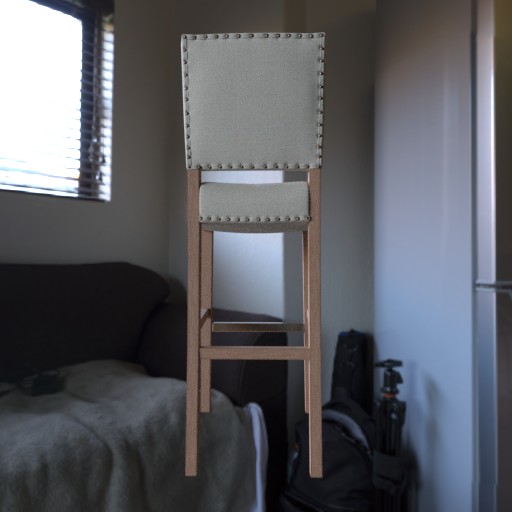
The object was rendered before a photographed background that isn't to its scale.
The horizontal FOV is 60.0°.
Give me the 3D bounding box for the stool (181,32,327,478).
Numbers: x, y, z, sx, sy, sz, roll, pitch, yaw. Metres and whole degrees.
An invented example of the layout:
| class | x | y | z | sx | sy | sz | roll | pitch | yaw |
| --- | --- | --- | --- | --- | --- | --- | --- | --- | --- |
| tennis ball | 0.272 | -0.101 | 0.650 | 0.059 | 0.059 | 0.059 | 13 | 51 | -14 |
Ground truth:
| class | x | y | z | sx | sy | sz | roll | pitch | yaw |
| --- | --- | --- | --- | --- | --- | --- | --- | --- | --- |
| stool | 0.000 | 0.000 | 1.382 | 0.428 | 1.143 | 0.546 | 0 | 0 | 1 |
